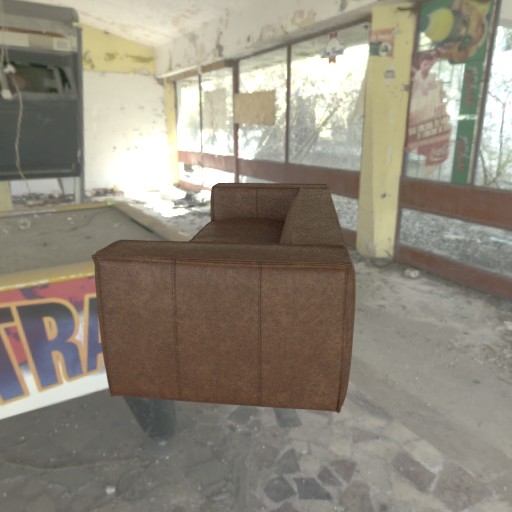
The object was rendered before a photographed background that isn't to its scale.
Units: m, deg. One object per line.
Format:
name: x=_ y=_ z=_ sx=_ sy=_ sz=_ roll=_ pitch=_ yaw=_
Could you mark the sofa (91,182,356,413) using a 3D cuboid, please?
sofa: x=0.000 y=0.000 z=3.015 sx=1.102 sy=0.701 sz=2.581 roll=2 pitch=16 yaw=7
